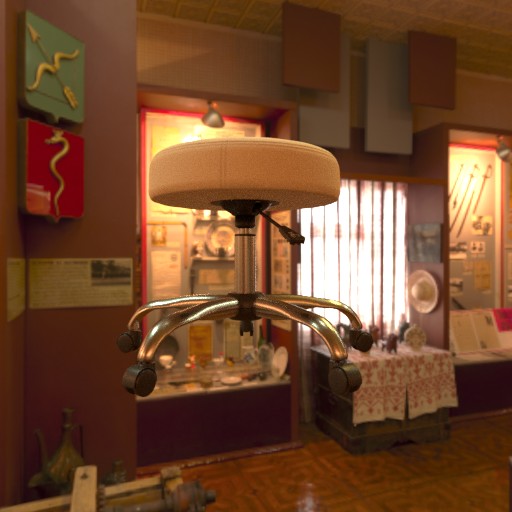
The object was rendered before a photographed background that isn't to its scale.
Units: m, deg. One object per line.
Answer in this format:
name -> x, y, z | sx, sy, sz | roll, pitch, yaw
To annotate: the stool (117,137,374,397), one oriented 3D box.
stool -> 0.000, 0.000, 1.033 | 0.614, 0.482, 0.634 | 0, 0, -18
